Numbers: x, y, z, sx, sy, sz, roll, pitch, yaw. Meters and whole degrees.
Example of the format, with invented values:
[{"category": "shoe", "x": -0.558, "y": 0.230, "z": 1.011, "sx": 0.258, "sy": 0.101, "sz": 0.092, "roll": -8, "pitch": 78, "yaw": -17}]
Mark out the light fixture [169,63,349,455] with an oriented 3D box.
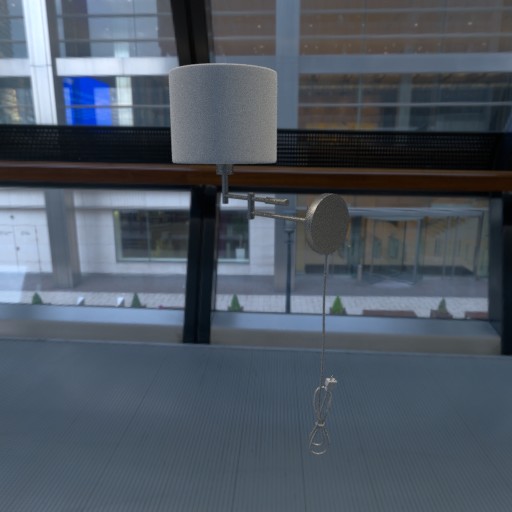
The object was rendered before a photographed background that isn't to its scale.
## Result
[{"category": "light fixture", "x": 0.000, "y": 0.000, "z": 1.058, "sx": 0.253, "sy": 0.842, "sz": 0.479, "roll": -12, "pitch": 18, "yaw": -41}]
